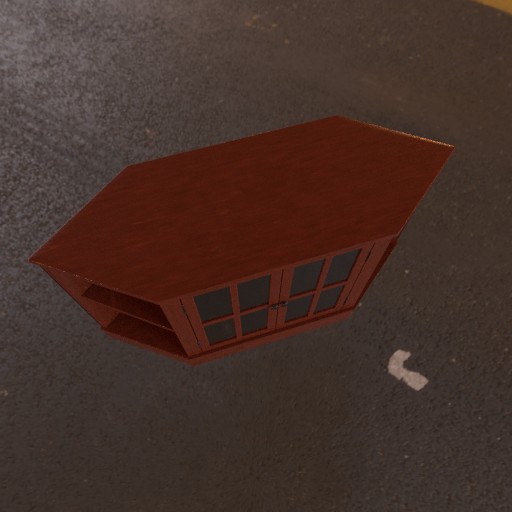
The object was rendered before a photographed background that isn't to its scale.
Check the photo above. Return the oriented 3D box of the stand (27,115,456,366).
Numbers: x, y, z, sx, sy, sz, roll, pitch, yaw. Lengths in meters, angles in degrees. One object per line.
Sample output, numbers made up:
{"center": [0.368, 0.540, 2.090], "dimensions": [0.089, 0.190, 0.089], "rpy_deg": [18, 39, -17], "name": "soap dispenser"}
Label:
{"center": [0.000, 0.000, 1.333], "dimensions": [1.072, 0.614, 0.381], "rpy_deg": [-16, 65, -8], "name": "stand"}
